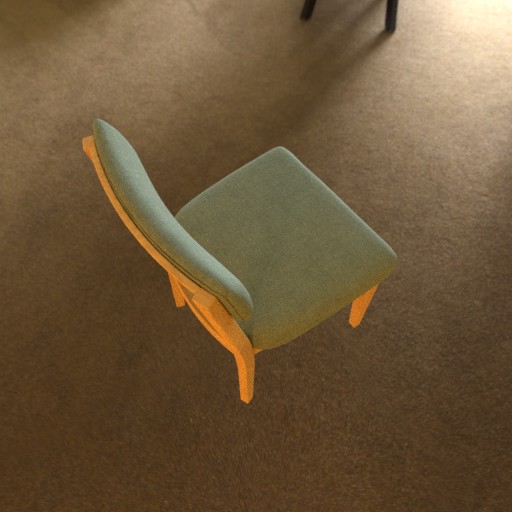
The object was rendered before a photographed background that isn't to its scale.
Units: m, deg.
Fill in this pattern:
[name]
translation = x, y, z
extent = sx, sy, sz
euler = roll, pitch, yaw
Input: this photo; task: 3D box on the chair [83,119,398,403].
[chair]
translation = 0.000, 0.000, 1.190
extent = 0.572, 0.832, 0.508
euler = -32, 63, -18
